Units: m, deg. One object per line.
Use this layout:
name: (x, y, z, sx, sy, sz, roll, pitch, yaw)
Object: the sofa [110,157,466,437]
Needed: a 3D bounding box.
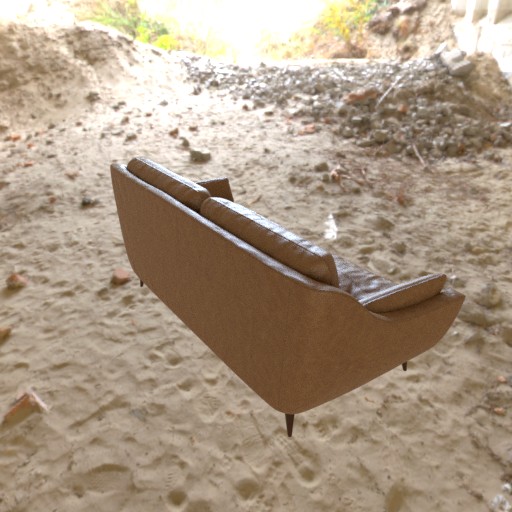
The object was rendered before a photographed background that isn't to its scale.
sofa: (0.000, 0.000, 2.389, 0.904, 0.839, 1.902, -19, 33, -32)
